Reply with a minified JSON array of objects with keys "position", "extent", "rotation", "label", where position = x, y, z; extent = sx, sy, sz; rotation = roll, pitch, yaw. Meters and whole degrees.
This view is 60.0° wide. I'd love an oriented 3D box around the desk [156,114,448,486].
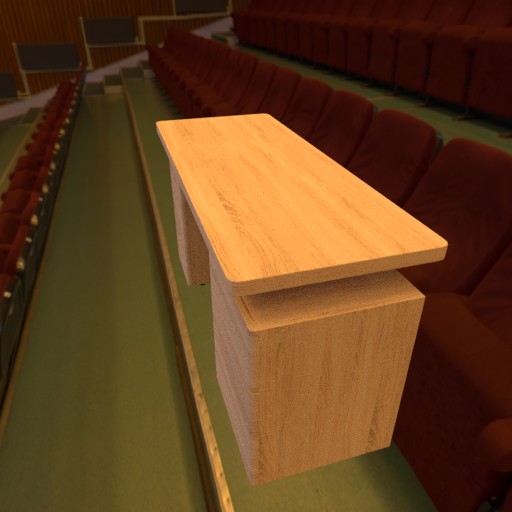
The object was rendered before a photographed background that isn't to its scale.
[{"position":[0.000,0.000,1.755],"extent":[0.550,0.760,1.400],"rotation":[-9,32,-15],"label":"desk"}]
